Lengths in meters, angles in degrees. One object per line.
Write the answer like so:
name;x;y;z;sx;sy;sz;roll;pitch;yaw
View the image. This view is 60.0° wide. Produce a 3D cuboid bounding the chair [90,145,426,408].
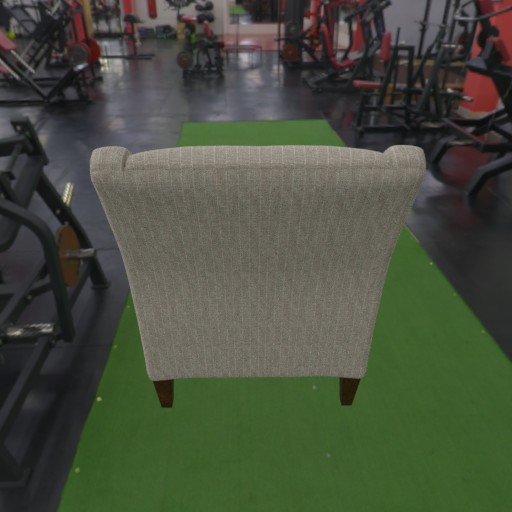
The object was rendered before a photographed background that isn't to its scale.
chair;0.000;0.000;1.578;0.774;1.014;0.870;0;31;-1
